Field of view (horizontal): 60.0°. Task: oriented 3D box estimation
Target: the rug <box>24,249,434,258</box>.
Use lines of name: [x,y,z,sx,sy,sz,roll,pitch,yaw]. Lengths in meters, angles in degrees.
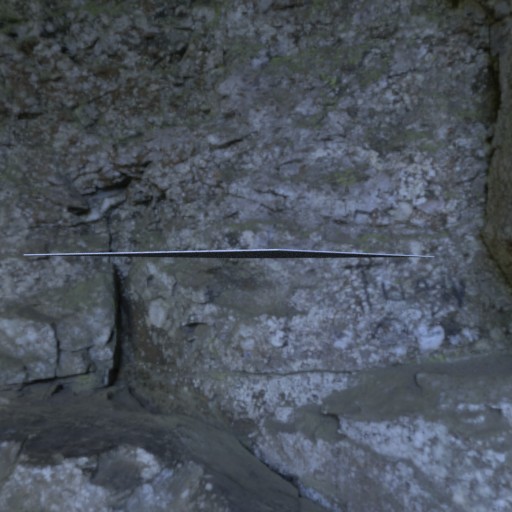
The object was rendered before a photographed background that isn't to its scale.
rug: [0.000,0.000,4.100,2.421,0.008,3.045,-1,-1,35]
